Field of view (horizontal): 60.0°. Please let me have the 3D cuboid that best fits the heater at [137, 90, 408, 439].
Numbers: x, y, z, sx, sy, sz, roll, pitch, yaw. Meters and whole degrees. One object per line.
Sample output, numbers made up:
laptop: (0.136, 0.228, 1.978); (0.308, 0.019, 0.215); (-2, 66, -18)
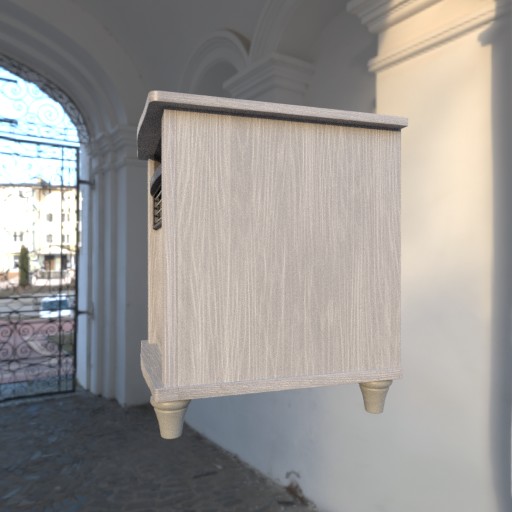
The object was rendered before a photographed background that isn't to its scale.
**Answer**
heater: (0.000, 0.000, 0.775); (0.400, 0.481, 0.362); (0, 0, -17)
